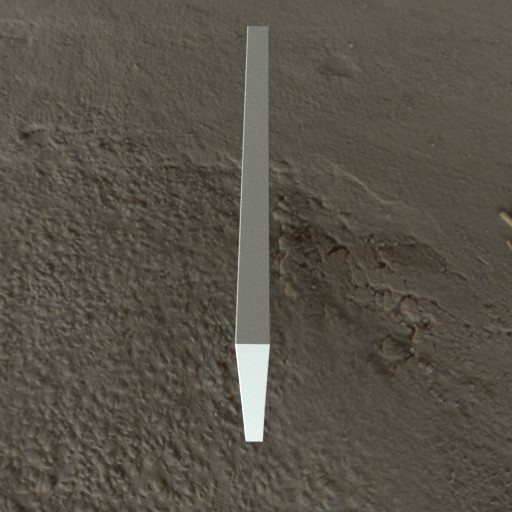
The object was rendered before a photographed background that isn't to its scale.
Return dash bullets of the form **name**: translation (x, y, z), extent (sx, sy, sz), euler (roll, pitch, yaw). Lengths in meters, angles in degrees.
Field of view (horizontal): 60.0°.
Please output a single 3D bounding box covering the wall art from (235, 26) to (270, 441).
- **wall art**: translation (0.000, 0.000, 0.907), extent (0.038, 0.610, 0.610), euler (1, 58, 0)
